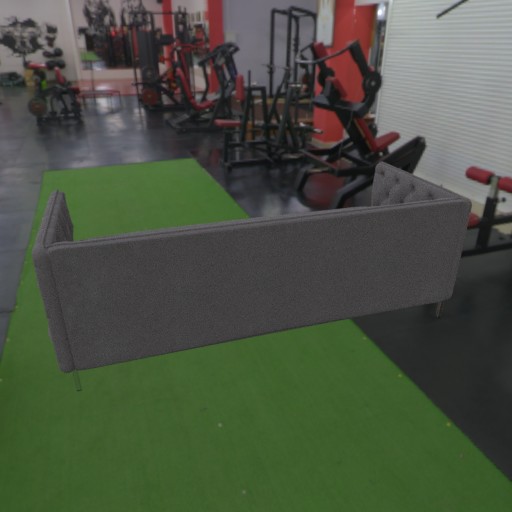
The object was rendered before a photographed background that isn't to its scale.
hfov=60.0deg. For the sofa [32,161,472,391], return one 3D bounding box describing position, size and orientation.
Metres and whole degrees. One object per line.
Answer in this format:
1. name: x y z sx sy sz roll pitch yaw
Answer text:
1. sofa: 0.000 0.000 2.593 2.209 0.771 0.895 -8 27 -16
